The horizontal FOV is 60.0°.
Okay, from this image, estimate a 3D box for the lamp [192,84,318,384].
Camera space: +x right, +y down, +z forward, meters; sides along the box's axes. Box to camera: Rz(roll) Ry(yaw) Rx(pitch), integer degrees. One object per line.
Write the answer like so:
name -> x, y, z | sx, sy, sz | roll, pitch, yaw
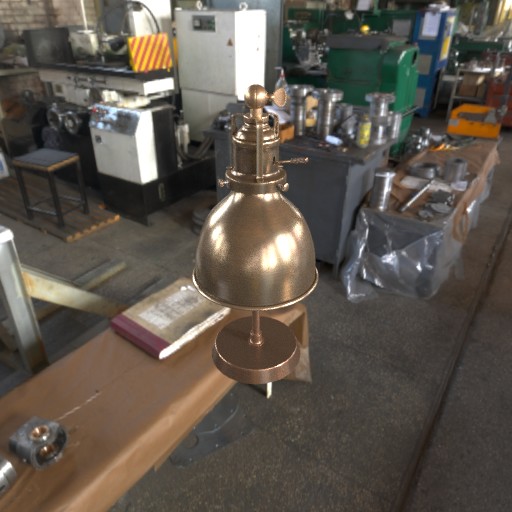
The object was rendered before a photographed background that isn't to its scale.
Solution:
lamp -> 0.000, 0.000, 0.596 | 0.153, 0.456, 0.286 | 0, 30, 0
